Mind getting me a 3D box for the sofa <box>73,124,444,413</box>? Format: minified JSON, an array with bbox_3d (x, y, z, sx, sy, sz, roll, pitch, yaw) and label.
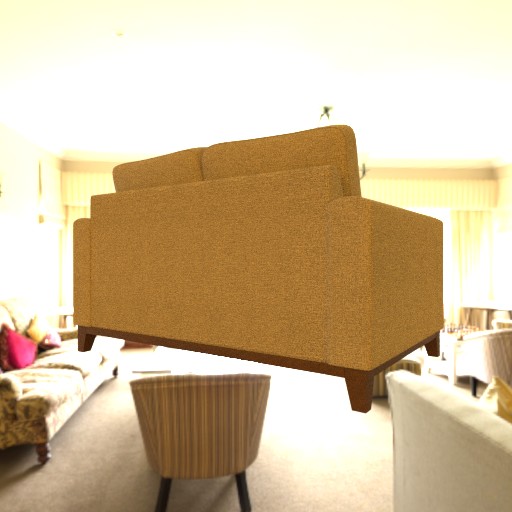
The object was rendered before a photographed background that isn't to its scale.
[{"bbox_3d":[0.000,0.000,1.993,1.420,0.873,0.917,0,0,35],"label":"sofa"}]
